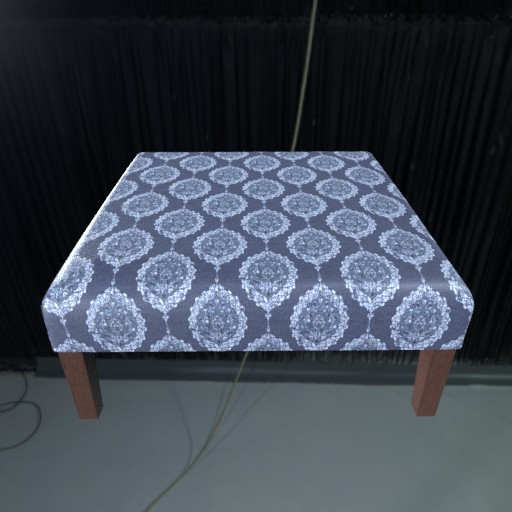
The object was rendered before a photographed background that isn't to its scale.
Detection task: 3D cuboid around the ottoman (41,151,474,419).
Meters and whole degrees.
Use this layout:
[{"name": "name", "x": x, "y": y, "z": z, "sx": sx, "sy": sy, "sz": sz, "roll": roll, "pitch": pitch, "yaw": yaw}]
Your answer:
[{"name": "ottoman", "x": 0.000, "y": 0.000, "z": 1.348, "sx": 0.889, "sy": 0.409, "sz": 0.890, "roll": 0, "pitch": 31, "yaw": 0}]
